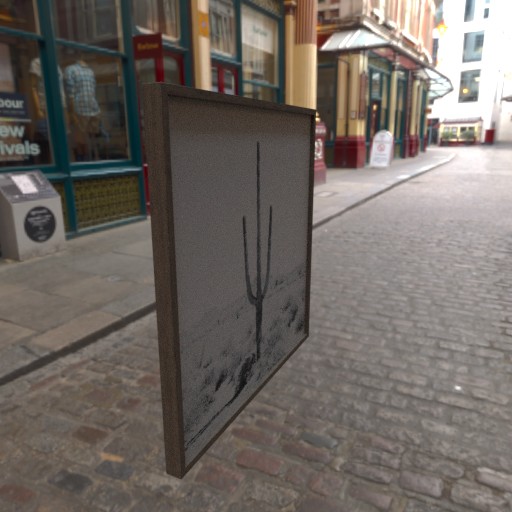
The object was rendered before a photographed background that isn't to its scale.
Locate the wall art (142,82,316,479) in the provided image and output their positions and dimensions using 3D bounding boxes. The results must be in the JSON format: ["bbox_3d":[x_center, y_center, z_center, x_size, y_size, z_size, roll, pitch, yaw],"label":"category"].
[{"bbox_3d":[0.000,0.000,1.147,0.038,0.762,0.762,7,16,26],"label":"wall art"}]
